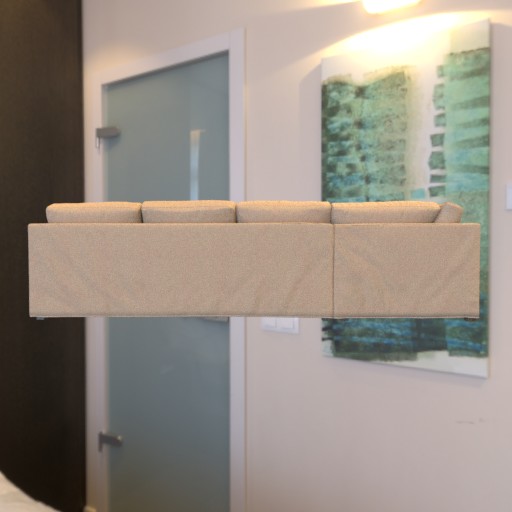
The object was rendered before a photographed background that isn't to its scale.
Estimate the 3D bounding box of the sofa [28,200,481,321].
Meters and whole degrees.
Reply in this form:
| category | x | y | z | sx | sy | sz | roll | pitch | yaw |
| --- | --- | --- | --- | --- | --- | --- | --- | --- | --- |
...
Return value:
| category | x | y | z | sx | sy | sz | roll | pitch | yaw |
| --- | --- | --- | --- | --- | --- | --- | --- | --- | --- |
| sofa | 0.000 | 0.000 | 4.295 | 3.182 | 0.871 | 2.432 | 0 | 1 | 1 |
